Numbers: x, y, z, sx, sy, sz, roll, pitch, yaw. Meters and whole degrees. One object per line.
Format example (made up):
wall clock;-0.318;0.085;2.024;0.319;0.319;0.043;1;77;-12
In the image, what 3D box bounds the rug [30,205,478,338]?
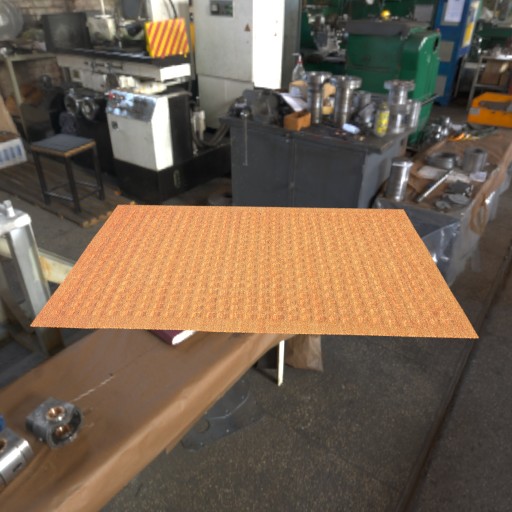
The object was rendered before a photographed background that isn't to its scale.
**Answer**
rug;0.000;0.000;2.213;1.747;0.006;1.143;1;31;2
